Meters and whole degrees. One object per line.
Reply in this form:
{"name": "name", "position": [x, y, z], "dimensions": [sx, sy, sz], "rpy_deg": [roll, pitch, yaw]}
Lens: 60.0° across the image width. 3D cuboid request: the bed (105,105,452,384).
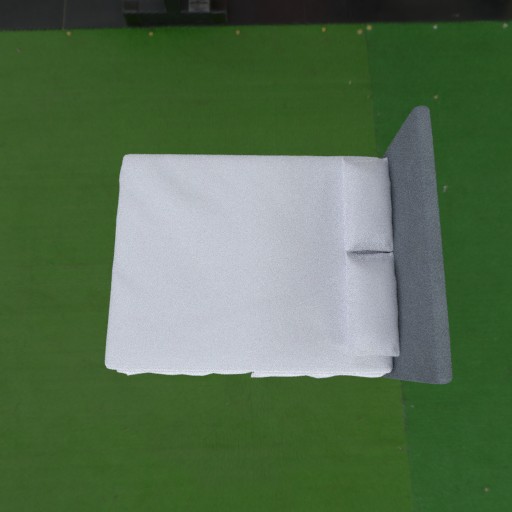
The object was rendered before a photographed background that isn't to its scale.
{"name": "bed", "position": [0.000, 0.000, 3.158], "dimensions": [2.142, 1.330, 1.713], "rpy_deg": [1, 77, 0]}
